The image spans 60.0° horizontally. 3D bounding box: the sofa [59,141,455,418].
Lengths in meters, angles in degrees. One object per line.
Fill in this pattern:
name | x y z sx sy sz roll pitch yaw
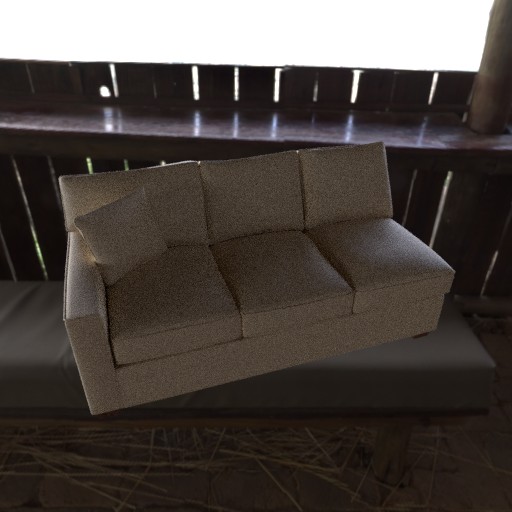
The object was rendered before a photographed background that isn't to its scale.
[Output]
sofa | 0.000 0.000 2.515 1.962 0.946 1.034 -10 33 -16
